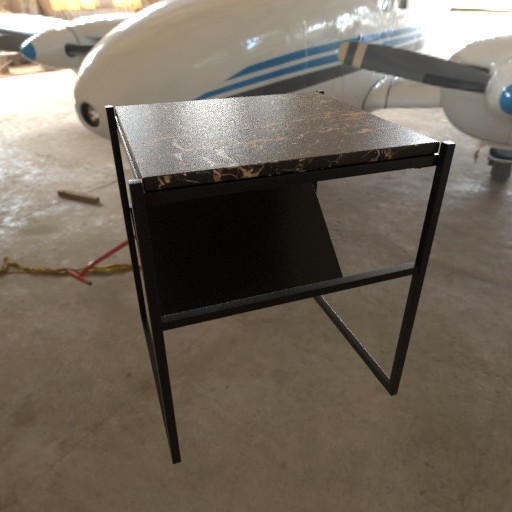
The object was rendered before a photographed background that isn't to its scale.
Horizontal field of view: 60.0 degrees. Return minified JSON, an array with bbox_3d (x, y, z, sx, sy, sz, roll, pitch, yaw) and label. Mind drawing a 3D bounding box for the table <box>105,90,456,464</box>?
[{"bbox_3d":[0.000,0.000,0.893,0.469,0.534,0.432,-11,33,-17],"label":"table"}]
